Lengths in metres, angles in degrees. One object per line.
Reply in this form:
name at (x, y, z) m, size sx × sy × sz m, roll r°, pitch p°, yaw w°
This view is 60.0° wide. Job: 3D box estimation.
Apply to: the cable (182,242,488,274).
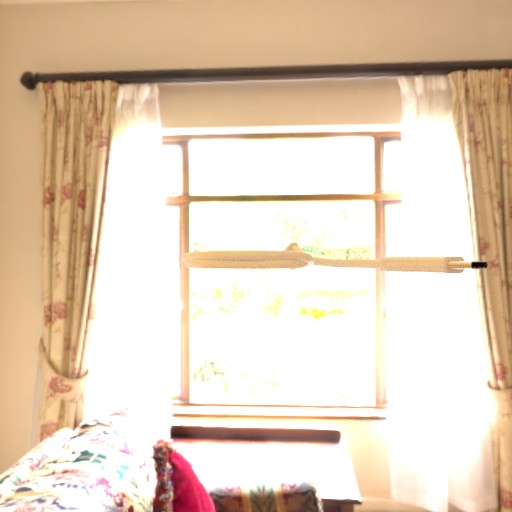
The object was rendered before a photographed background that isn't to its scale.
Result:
cable at (0.000, 0.000, 0.210) m, size 0.070 × 0.014 × 0.186 m, roll 0°, pitch 0°, yaw -35°
